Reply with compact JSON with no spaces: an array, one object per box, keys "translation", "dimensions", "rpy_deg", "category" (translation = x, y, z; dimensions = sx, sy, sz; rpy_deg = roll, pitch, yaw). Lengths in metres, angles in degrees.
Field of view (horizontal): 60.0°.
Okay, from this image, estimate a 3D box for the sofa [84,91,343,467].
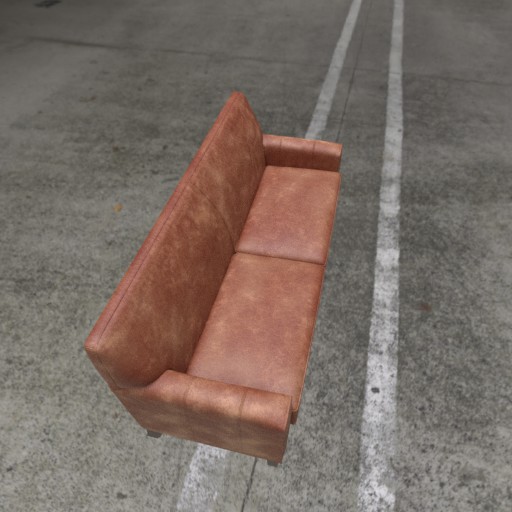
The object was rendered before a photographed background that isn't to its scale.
[{"translation":[0.000,0.000,2.553],"dimensions":[0.805,0.947,2.053],"rpy_deg":[10,48,9],"category":"sofa"}]
